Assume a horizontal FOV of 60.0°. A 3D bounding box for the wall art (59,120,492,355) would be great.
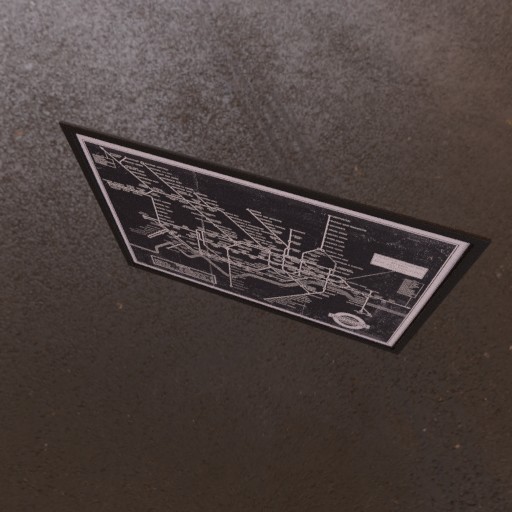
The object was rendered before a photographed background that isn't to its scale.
[{"bbox_3d":[0.000,0.000,1.504,1.192,0.811,0.013,17,60,10],"label":"wall art"}]
